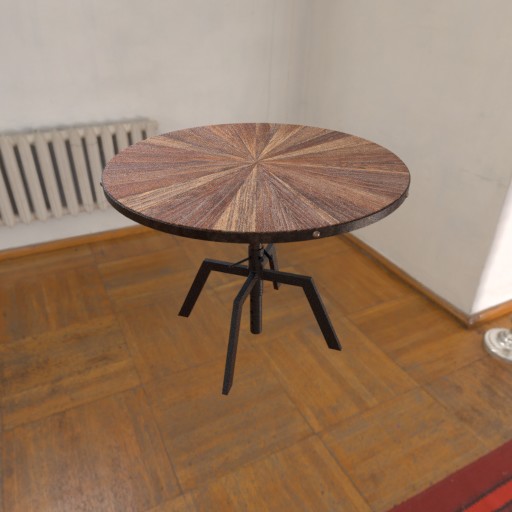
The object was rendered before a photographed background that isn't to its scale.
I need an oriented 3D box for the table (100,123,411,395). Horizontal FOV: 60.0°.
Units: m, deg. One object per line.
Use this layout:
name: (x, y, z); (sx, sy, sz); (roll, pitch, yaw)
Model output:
table: (0.000, 0.000, 1.492); (0.885, 0.658, 0.885); (0, 31, 0)
